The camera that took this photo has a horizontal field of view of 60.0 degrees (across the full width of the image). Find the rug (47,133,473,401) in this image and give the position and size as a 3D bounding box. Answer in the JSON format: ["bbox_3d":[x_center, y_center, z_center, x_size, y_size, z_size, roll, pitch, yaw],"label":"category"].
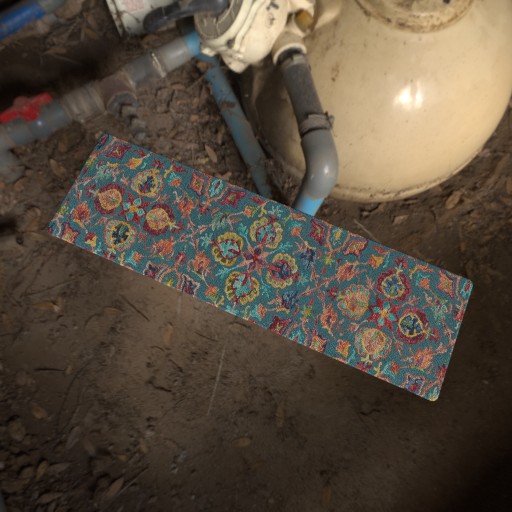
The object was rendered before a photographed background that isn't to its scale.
[{"bbox_3d":[0.000,0.000,2.448,2.286,0.013,0.686,23,76,6],"label":"rug"}]
